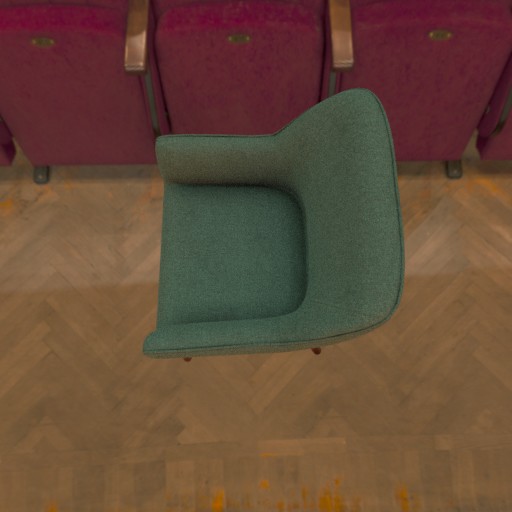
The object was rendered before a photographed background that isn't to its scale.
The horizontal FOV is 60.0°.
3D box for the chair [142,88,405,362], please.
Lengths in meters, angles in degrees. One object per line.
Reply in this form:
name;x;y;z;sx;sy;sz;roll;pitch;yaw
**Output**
chair;0.000;0.000;1.174;0.519;0.803;0.543;0;73;0
